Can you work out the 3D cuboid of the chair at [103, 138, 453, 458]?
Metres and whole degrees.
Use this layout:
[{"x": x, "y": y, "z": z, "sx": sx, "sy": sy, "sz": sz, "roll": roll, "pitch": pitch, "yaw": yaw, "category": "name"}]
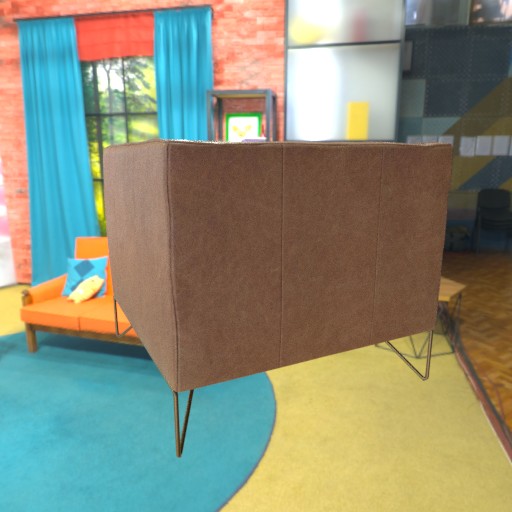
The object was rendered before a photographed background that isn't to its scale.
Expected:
[{"x": 0.000, "y": 0.000, "z": 1.611, "sx": 0.920, "sy": 0.797, "sz": 0.912, "roll": -7, "pitch": 15, "yaw": -26, "category": "chair"}]
